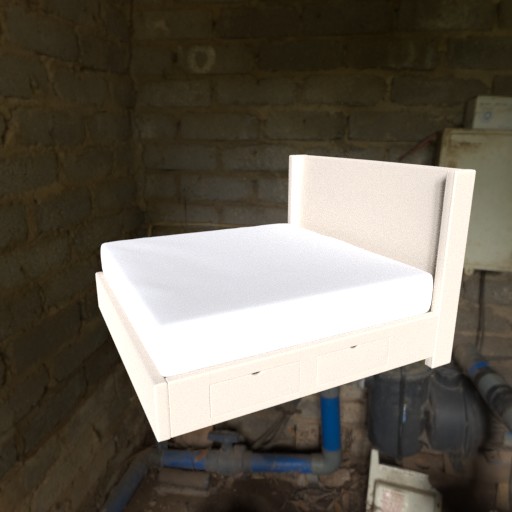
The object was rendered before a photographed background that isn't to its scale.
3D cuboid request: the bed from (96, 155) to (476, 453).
[{"bbox_3d":[0.000,0.000,3.628,2.293,1.471,2.145,-8,18,-26],"label":"bed"}]
